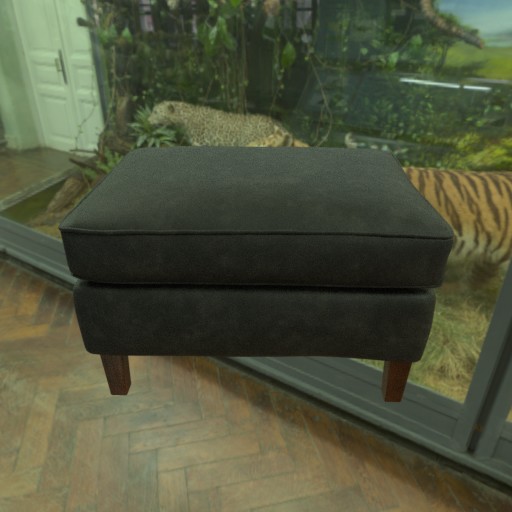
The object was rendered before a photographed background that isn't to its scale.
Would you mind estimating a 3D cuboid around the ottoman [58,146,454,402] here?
[{"bbox_3d":[0.000,0.000,0.985,0.665,0.413,0.501,1,30,2],"label":"ottoman"}]
